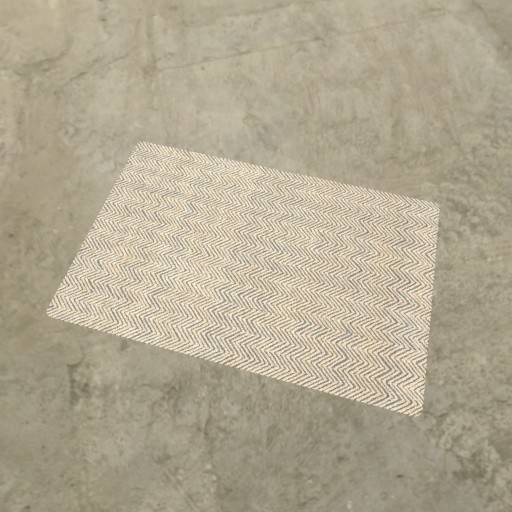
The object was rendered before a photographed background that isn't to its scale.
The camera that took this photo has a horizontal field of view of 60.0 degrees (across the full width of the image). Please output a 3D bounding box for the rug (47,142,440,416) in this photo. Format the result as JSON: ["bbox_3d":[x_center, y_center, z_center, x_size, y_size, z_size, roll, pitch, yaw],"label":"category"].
[{"bbox_3d":[0.000,0.000,2.239,1.752,0.008,1.144,13,61,7],"label":"rug"}]
